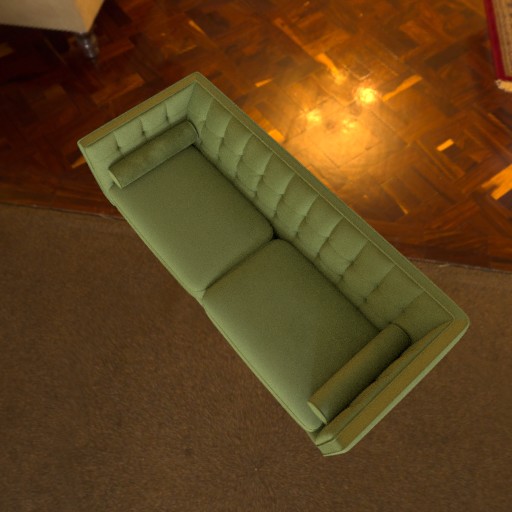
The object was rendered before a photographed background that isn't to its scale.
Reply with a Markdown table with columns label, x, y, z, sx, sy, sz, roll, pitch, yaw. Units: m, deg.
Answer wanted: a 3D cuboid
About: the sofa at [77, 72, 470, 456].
| label | x | y | z | sx | sy | sz | roll | pitch | yaw |
| --- | --- | --- | --- | --- | --- | --- | --- | --- | --- |
| sofa | 0.000 | 0.000 | 2.548 | 0.867 | 0.789 | 2.087 | -38 | 70 | -16 |
